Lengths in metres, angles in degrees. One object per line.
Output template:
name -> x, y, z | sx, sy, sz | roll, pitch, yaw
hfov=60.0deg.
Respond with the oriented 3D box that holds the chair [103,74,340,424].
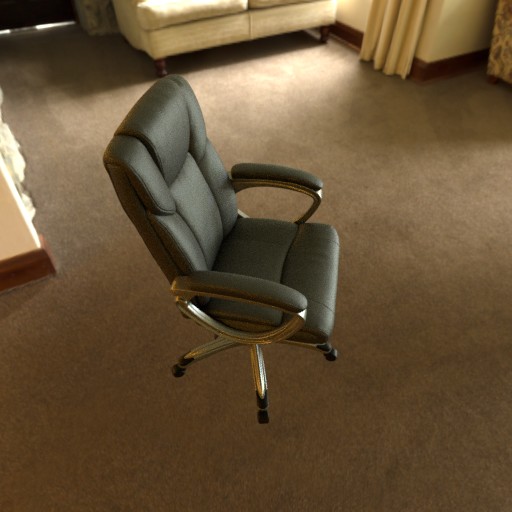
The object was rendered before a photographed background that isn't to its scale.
chair -> 0.000, 0.000, 1.591 | 0.719, 1.130, 0.721 | 8, 45, 8
